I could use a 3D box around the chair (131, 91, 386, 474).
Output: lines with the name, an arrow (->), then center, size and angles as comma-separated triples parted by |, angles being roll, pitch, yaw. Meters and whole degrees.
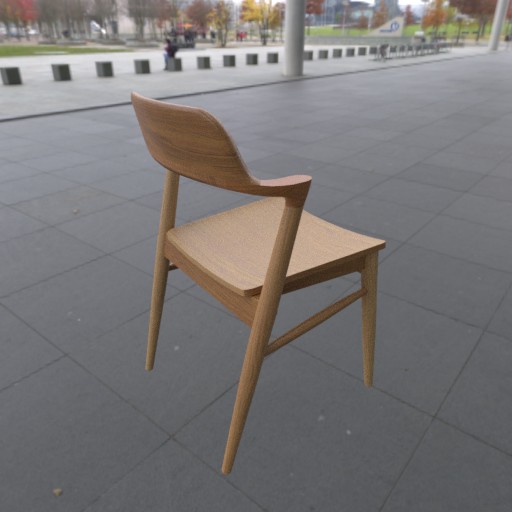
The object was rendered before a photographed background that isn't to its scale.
chair -> 0.000, 0.000, 1.118 | 0.499, 0.792, 0.512 | -18, 32, -32
